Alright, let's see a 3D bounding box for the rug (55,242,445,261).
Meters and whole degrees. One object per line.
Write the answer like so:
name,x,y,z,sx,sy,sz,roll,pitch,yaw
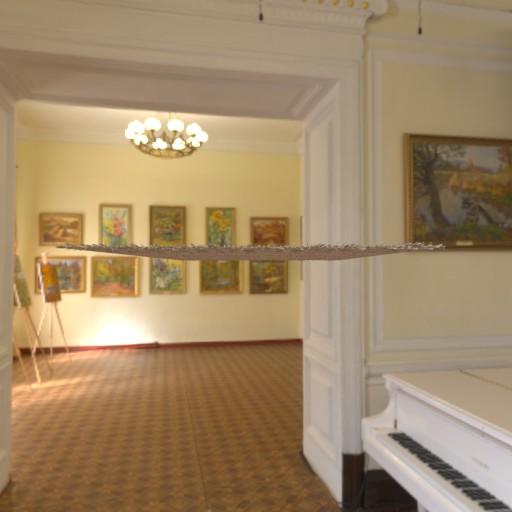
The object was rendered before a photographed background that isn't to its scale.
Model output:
rug,0.000,0.000,2.903,1.495,0.035,2.472,0,-2,1
